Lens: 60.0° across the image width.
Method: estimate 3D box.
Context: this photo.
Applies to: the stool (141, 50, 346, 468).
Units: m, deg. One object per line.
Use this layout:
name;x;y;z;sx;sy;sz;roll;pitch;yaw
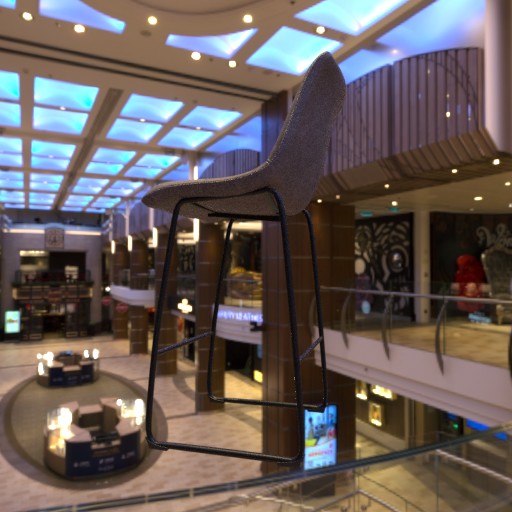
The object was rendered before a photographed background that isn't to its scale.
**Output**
stool;0.000;0.000;1.399;0.561;1.082;0.514;0;-1;17
